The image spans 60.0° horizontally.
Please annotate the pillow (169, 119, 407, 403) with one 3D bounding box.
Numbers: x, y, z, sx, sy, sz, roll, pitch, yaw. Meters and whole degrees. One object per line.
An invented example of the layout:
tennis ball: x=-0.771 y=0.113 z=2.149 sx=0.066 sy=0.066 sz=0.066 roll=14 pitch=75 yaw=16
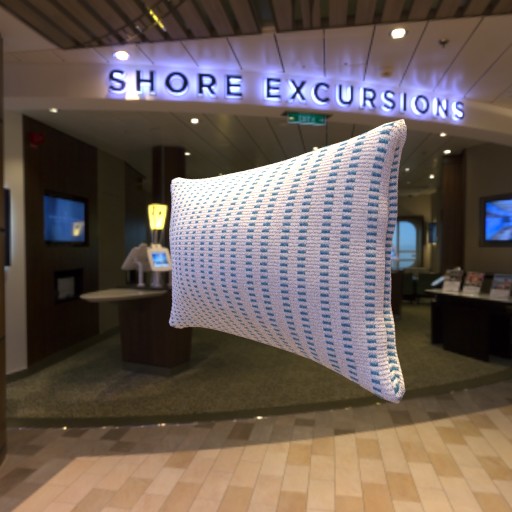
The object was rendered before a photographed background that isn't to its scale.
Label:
pillow: x=0.000 y=0.000 z=0.806 sx=0.210 sy=0.353 sz=0.640 roll=-1 pitch=2 yaw=-37
